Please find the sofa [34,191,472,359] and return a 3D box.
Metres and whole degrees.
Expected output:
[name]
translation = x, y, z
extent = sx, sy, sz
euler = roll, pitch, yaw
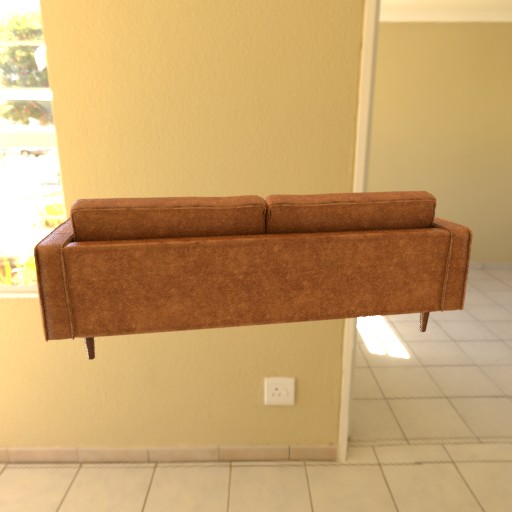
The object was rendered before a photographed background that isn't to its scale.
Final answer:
[sofa]
translation = 0.000, 0.000, 2.593
extent = 2.199, 0.779, 0.886
euler = -3, 16, -10
